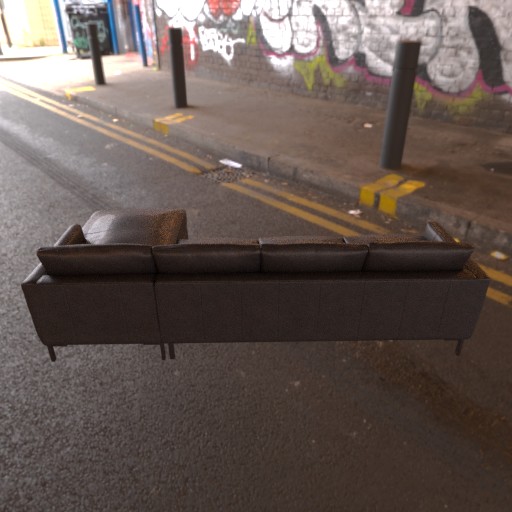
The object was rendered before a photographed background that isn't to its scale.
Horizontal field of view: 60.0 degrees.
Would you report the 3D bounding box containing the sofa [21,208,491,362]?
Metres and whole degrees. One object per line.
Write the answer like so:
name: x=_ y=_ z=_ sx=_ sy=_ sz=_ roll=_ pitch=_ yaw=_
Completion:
sofa: x=0.000 y=0.000 z=3.529 sx=2.993 sy=0.859 sz=1.471 roll=-1 pitch=29 yaw=-1
